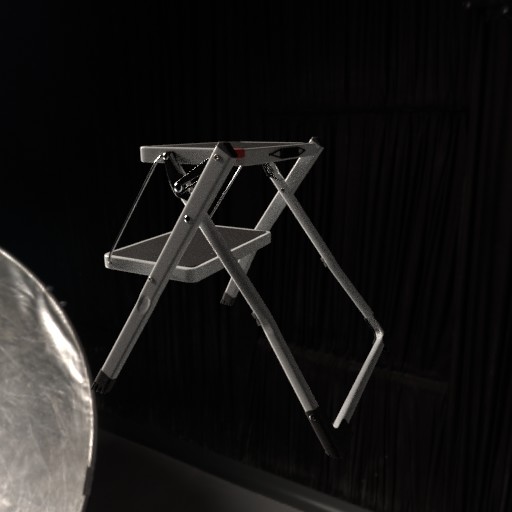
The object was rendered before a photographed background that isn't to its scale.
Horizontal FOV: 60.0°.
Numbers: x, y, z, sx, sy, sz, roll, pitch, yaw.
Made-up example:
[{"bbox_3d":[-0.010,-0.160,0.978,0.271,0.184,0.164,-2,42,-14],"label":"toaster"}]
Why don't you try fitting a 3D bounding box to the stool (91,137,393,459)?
[{"bbox_3d":[0.000,0.000,0.868,0.490,0.445,0.485,8,18,25],"label":"stool"}]
